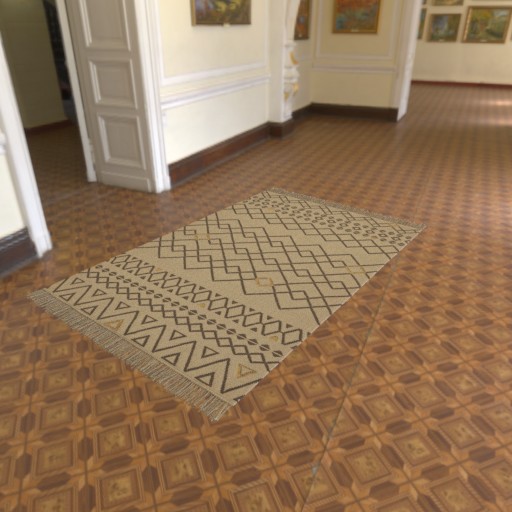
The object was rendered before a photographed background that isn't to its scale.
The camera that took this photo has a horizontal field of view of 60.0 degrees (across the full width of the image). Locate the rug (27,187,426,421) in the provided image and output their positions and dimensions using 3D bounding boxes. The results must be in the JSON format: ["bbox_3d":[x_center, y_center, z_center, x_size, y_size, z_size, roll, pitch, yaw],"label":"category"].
[{"bbox_3d":[0.000,0.000,3.020,1.495,0.035,2.472,20,33,33],"label":"rug"}]
